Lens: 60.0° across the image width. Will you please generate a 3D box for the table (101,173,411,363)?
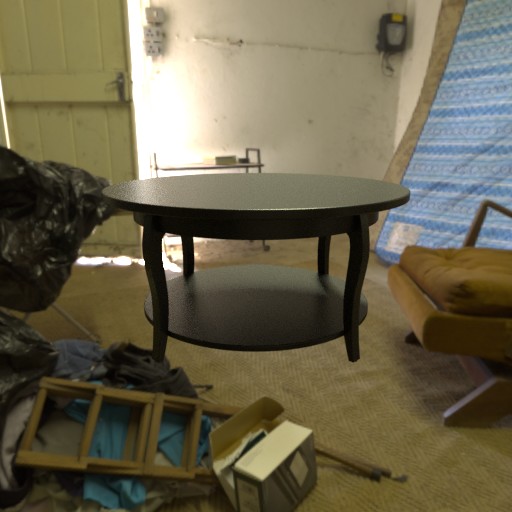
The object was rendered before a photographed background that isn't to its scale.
[{"bbox_3d":[0.000,0.000,1.443,0.914,0.457,0.914,0,15,0],"label":"table"}]
